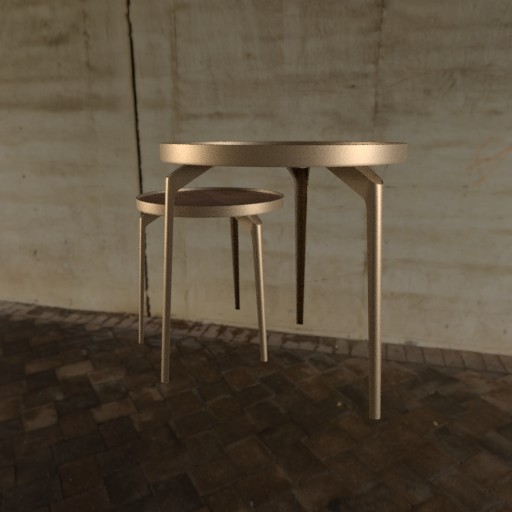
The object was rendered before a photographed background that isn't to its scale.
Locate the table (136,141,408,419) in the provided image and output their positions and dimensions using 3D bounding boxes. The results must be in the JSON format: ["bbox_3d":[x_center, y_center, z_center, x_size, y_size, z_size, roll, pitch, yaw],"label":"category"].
[{"bbox_3d":[0.000,0.000,1.116,0.532,0.555,0.751,-14,20,-41],"label":"table"}]
